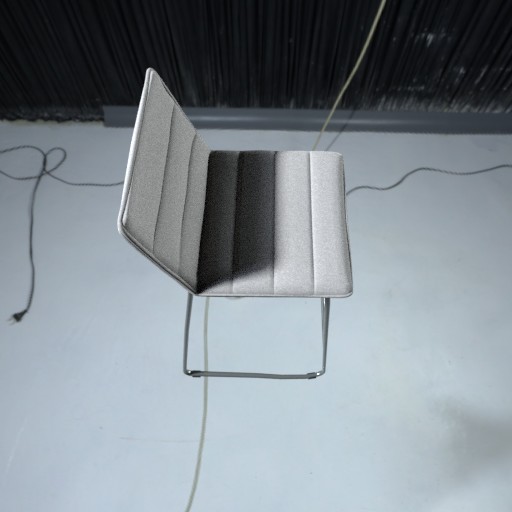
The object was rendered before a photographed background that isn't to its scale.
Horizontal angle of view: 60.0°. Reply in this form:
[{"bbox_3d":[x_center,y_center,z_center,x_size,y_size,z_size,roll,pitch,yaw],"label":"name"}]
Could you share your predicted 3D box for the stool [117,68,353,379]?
[{"bbox_3d":[0.000,0.000,1.239,0.490,0.960,0.490,1,63,1],"label":"stool"}]
